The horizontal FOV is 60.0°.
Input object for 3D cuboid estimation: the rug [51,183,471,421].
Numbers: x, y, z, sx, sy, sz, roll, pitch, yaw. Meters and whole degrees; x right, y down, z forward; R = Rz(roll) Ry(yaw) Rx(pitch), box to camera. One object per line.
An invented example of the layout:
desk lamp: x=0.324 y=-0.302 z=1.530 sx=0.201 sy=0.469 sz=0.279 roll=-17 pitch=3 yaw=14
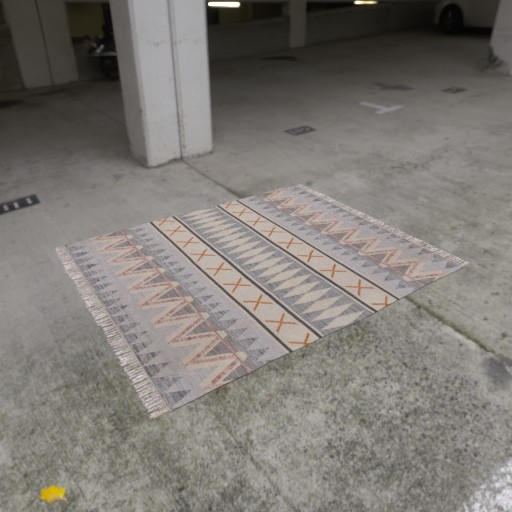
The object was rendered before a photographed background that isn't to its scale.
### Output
rug: x=0.000 y=0.000 z=3.995 sx=3.000 sy=0.012 sz=2.371 roll=-19 pitch=35 yaw=-29
